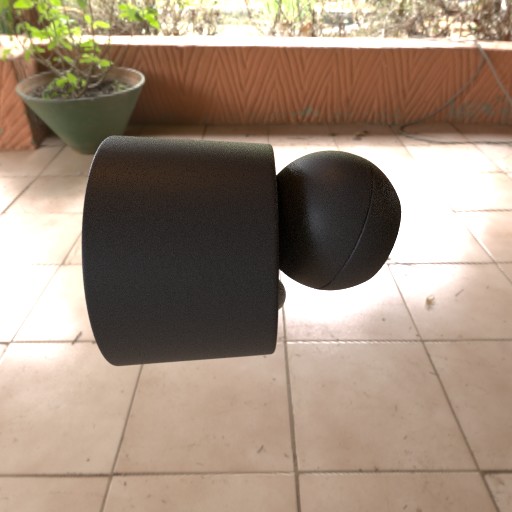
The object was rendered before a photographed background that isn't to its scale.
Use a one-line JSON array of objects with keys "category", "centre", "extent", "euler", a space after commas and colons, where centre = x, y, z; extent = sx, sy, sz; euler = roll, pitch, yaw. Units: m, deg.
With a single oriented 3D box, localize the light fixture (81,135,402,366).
[{"category": "light fixture", "centre": [0.000, 0.000, 0.270], "extent": [0.160, 0.143, 0.134], "euler": [-1, 33, -1]}]
